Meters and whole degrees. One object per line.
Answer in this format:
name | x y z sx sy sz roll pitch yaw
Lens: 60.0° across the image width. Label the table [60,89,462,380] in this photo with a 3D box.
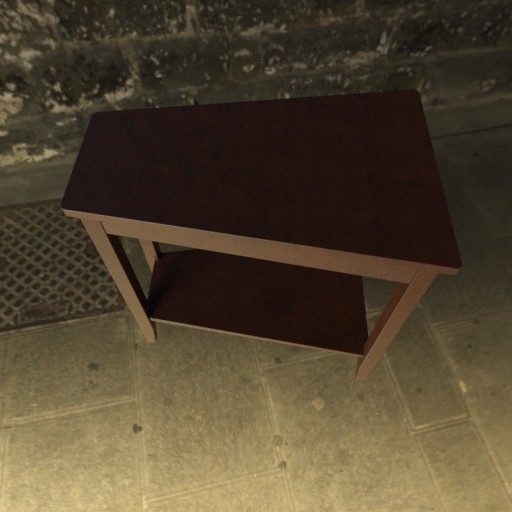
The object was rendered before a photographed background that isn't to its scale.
table | 0.000 0.000 0.991 0.605 0.589 0.399 2 57 1
